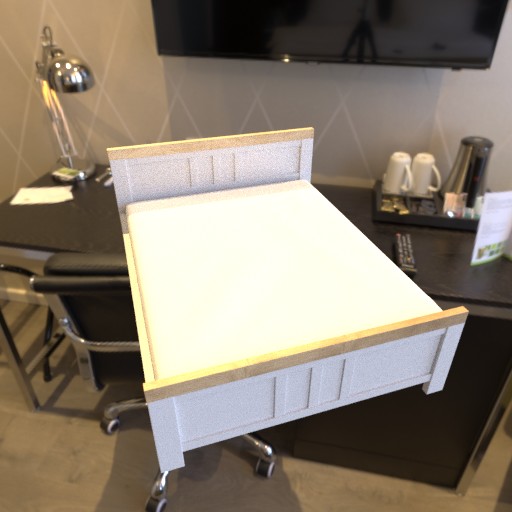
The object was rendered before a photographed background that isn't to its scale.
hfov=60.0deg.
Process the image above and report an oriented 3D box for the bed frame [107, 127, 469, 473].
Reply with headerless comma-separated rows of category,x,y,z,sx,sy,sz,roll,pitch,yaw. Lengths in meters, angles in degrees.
bed frame,0.000,0.000,2.974,1.670,0.980,2.050,-10,35,-15
